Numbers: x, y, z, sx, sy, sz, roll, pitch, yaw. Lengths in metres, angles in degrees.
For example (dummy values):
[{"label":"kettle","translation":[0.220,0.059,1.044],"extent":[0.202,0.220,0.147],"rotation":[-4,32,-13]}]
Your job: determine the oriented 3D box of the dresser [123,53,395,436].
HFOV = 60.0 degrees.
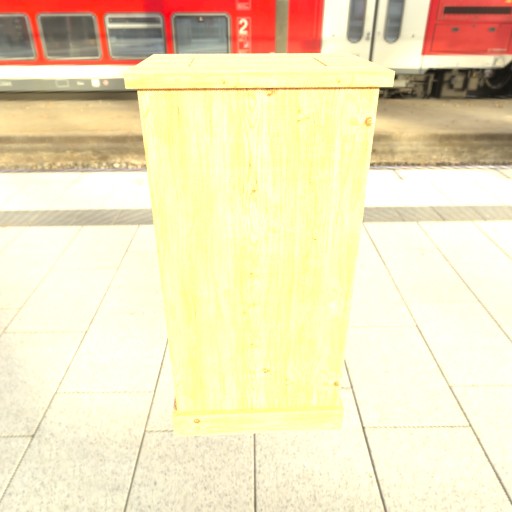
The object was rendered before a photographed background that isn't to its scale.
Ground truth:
[{"label":"dresser","translation":[0.000,0.000,1.289],"extent":[0.531,1.041,0.390],"rotation":[-1,29,-2]}]
